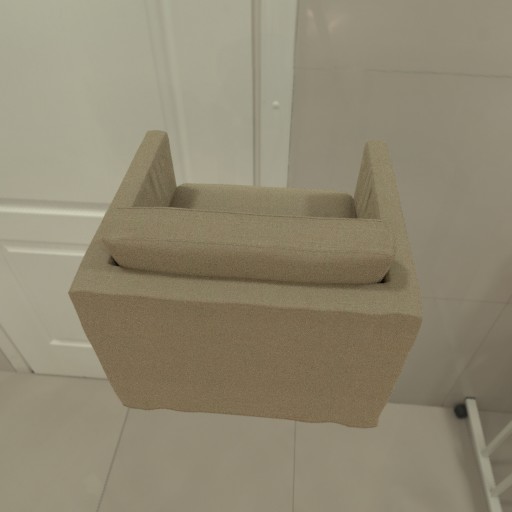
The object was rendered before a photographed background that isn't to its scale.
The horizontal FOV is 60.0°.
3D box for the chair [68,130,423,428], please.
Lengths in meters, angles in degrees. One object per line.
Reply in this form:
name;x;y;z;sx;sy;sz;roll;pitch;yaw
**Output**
chair;0.000;0.000;1.756;1.057;0.863;0.949;4;45;4
